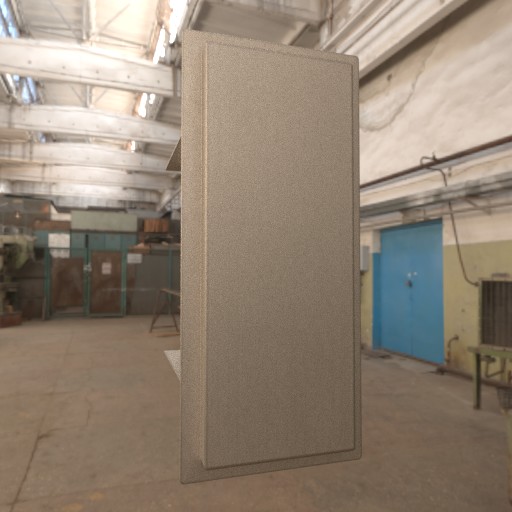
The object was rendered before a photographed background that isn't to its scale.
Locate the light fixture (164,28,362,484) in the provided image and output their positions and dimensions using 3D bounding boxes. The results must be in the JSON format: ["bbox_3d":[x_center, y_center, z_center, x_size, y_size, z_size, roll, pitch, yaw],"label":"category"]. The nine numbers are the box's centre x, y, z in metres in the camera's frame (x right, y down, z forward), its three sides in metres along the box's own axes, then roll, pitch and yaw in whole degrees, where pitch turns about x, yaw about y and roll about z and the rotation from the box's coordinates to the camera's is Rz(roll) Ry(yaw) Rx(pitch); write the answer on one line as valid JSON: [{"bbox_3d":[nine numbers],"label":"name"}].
[{"bbox_3d":[0.000,0.000,0.452,0.168,0.380,0.160,1,-2,-17],"label":"light fixture"}]
